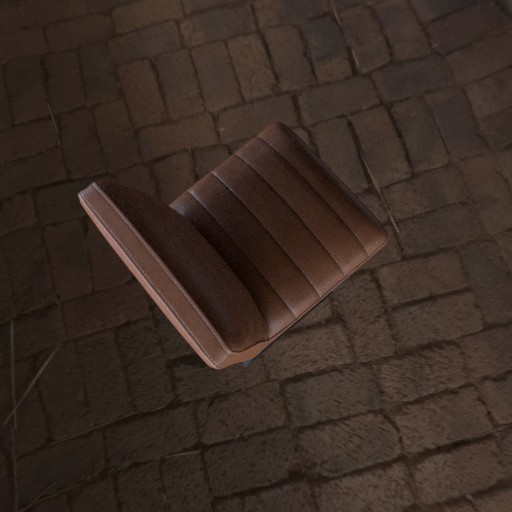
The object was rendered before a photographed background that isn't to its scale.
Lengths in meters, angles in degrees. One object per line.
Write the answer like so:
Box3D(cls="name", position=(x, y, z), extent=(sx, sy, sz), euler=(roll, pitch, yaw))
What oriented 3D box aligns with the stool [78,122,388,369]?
Box3D(cls="stool", position=(0.000, 0.000, 1.326), extent=(0.556, 1.040, 0.458), euler=(-39, 79, -9))
